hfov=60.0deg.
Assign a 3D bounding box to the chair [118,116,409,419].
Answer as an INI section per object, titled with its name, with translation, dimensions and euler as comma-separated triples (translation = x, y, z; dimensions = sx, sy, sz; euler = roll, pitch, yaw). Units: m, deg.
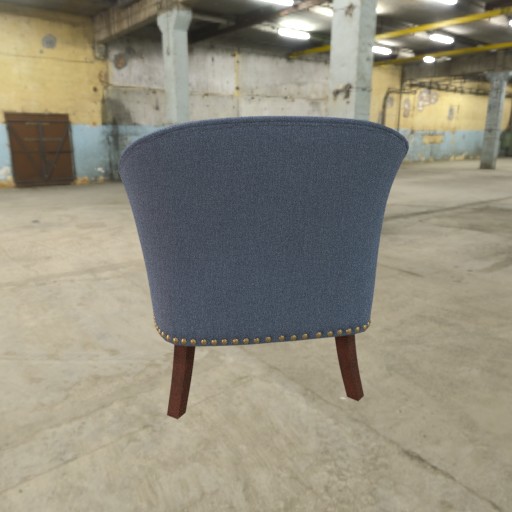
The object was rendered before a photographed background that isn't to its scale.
[chair]
translation = 0.000, 0.000, 1.412
dimensions = 0.772, 0.815, 0.704
euler = -2, 14, -9
